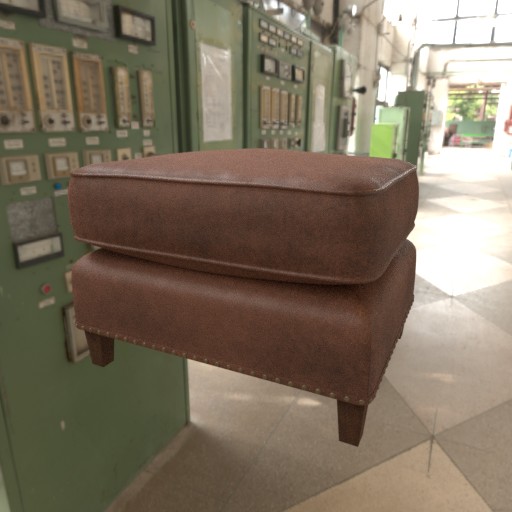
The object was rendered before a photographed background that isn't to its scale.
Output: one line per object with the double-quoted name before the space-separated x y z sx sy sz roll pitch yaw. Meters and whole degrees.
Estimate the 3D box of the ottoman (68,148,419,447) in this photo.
"ottoman" 0.000 0.000 1.138 0.738 0.537 0.589 8 19 25
